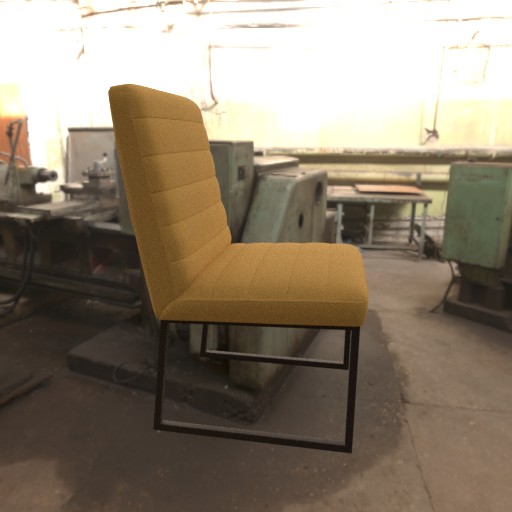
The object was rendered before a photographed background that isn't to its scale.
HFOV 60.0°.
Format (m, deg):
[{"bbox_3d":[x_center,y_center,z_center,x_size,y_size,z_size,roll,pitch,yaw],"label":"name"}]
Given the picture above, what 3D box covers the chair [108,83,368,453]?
[{"bbox_3d":[0.000,0.000,1.320,0.634,0.930,0.520,3,15,10],"label":"chair"}]
